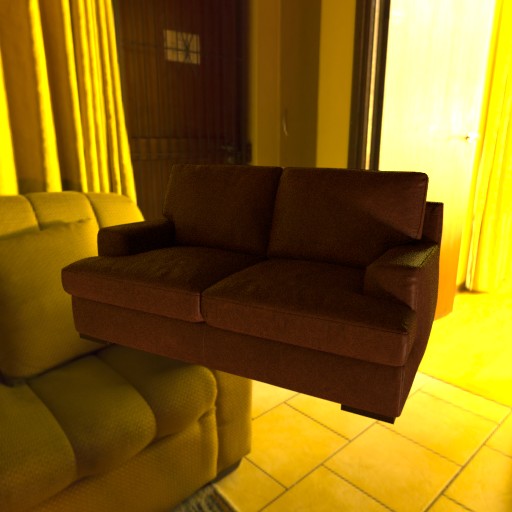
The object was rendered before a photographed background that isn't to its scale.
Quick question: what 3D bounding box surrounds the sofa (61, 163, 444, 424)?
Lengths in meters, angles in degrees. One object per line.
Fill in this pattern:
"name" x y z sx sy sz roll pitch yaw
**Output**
"sofa" 0.000 0.000 2.466 1.880 0.939 1.143 8 17 26
